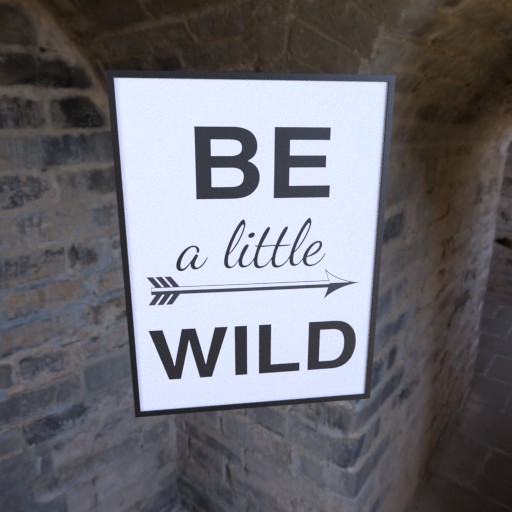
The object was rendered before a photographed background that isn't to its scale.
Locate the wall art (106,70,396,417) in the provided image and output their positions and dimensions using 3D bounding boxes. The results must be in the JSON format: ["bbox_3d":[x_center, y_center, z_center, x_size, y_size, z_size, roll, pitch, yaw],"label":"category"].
[{"bbox_3d":[0.000,0.000,1.384,0.806,1.062,0.038,-2,16,-7],"label":"wall art"}]
